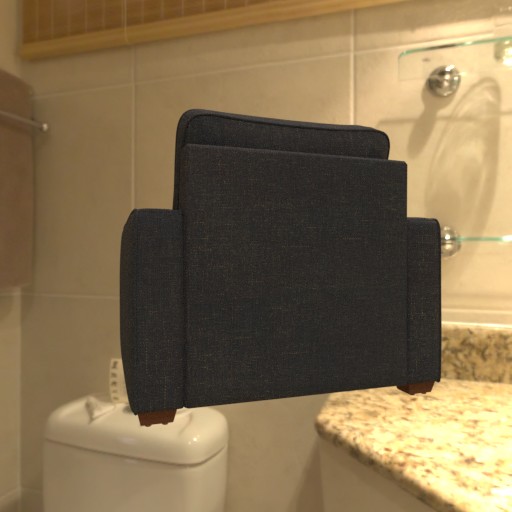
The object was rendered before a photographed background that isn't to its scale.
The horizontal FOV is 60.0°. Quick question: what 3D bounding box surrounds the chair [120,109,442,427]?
[{"bbox_3d":[0.000,0.000,1.744,1.017,0.919,0.940,0,0,-18],"label":"chair"}]
